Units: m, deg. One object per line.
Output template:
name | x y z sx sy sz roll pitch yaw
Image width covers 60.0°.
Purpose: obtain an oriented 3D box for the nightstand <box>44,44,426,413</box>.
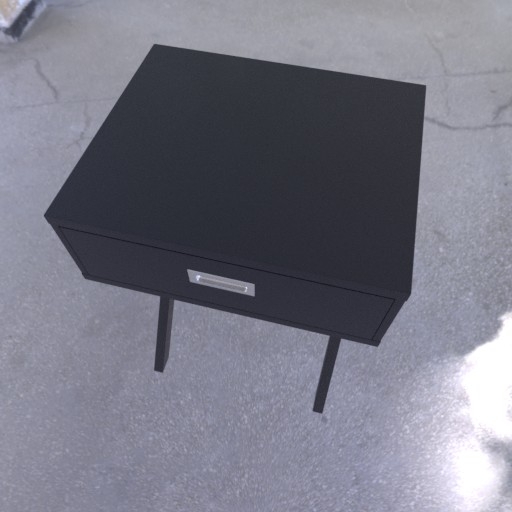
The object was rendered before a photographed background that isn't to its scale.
nightstand | 0.000 0.000 0.920 0.479 0.623 0.402 12 58 8
